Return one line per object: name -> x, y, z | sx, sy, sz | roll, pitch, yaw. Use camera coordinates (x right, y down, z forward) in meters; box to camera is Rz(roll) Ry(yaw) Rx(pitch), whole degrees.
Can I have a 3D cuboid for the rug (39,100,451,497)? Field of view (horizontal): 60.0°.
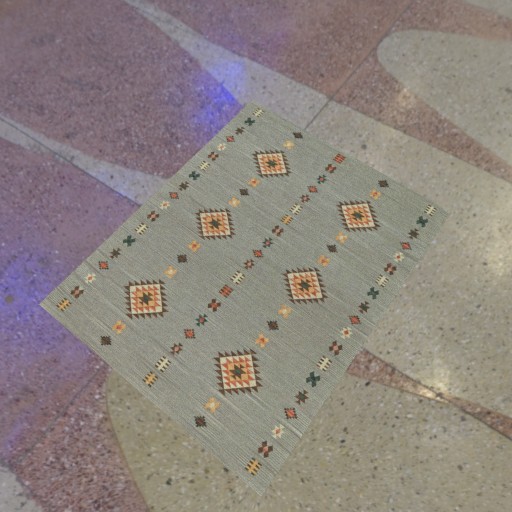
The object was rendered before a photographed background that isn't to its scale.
rug -> 0.000, 0.000, 4.060 | 2.425, 0.008, 3.035 | 34, 68, 16
